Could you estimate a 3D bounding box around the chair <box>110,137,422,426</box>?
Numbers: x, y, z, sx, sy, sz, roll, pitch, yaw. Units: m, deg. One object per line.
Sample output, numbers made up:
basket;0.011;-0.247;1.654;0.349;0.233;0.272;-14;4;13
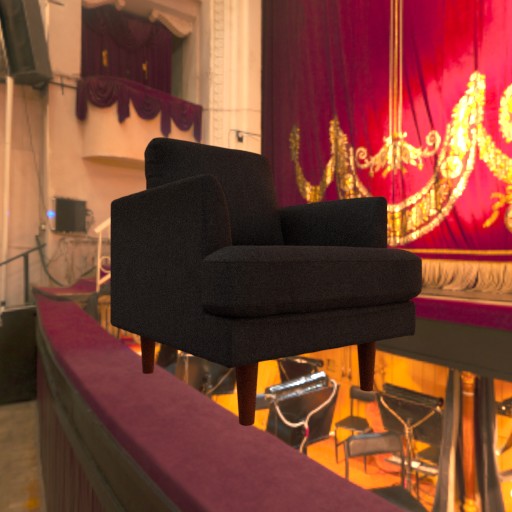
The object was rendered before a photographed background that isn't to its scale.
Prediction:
chair;0.000;0.000;1.679;0.858;0.957;0.899;0;0;-37
